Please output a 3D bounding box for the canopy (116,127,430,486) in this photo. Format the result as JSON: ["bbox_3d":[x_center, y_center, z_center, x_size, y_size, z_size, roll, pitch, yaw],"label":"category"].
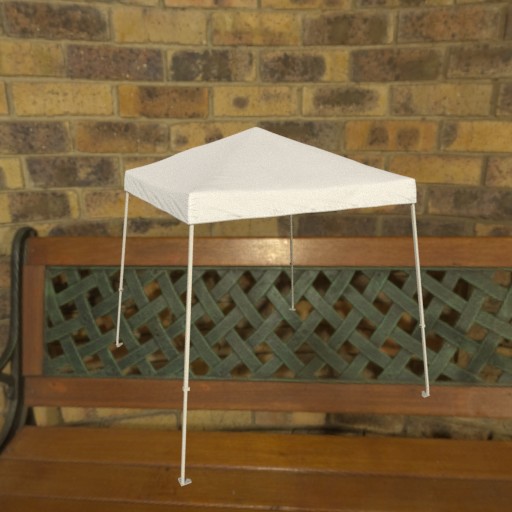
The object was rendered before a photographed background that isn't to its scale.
[{"bbox_3d":[0.000,0.000,6.441,3.599,3.600,3.600,-8,17,-26],"label":"canopy"}]
